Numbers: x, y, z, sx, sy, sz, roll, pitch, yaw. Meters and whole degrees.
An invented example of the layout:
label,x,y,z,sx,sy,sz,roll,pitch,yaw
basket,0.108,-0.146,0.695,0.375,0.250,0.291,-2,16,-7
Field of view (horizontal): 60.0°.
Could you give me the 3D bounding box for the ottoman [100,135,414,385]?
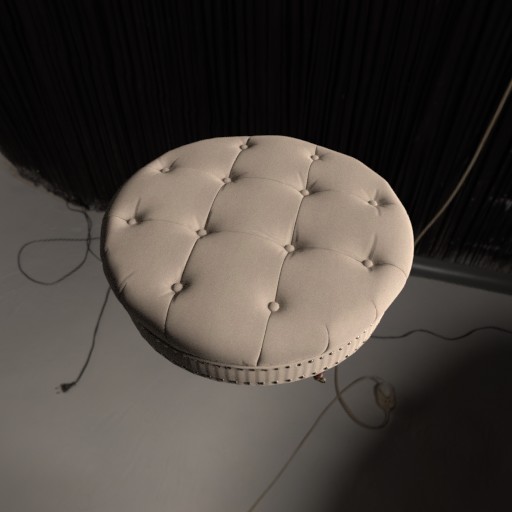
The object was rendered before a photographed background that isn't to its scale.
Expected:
label,x,y,z,sx,sy,sz,roll,pitch,yaw
ottoman,0.000,0.000,1.410,0.901,0.439,0.901,0,47,0
